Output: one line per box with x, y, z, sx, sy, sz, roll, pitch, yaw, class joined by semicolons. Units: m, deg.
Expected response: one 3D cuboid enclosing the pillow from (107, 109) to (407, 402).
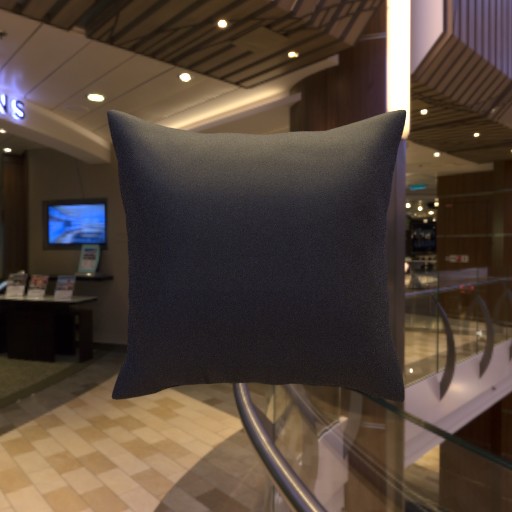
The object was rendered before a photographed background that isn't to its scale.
0.000;0.000;0.751;0.504;0.494;0.188;0;1;1;pillow
